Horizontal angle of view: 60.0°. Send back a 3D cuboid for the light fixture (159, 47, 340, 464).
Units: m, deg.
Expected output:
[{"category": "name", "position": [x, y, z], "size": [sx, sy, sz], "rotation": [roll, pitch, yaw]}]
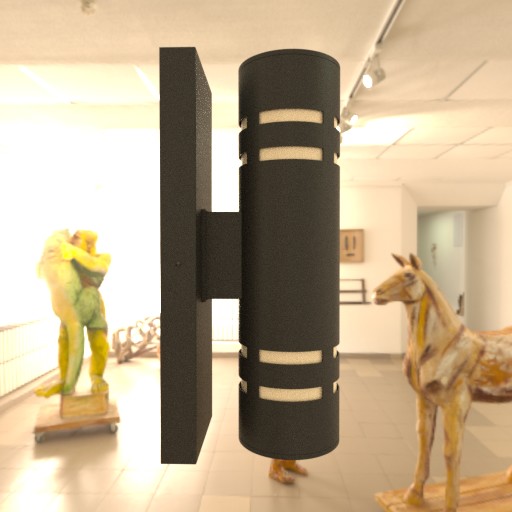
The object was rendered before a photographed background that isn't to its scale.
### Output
[{"category": "light fixture", "position": [0.000, 0.000, 0.400], "size": [0.149, 0.330, 0.105], "rotation": [0, 1, 1]}]
